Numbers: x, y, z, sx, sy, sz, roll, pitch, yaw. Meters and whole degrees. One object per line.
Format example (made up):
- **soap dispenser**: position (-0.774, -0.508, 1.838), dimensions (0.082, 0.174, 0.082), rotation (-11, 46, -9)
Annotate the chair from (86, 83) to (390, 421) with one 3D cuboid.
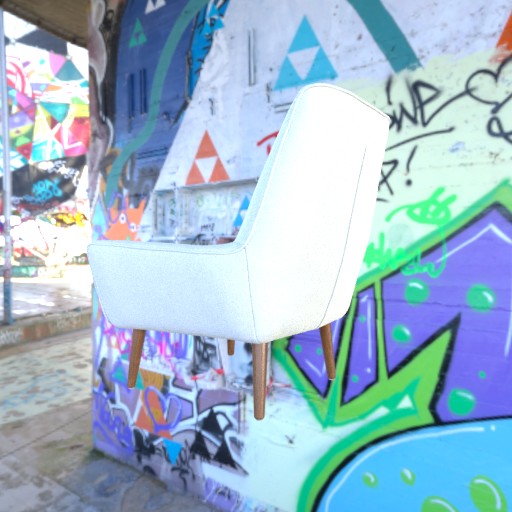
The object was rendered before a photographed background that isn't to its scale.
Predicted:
- **chair**: position (0.000, 0.000, 1.492), dimensions (0.822, 0.888, 0.787), rotation (1, 2, 36)
